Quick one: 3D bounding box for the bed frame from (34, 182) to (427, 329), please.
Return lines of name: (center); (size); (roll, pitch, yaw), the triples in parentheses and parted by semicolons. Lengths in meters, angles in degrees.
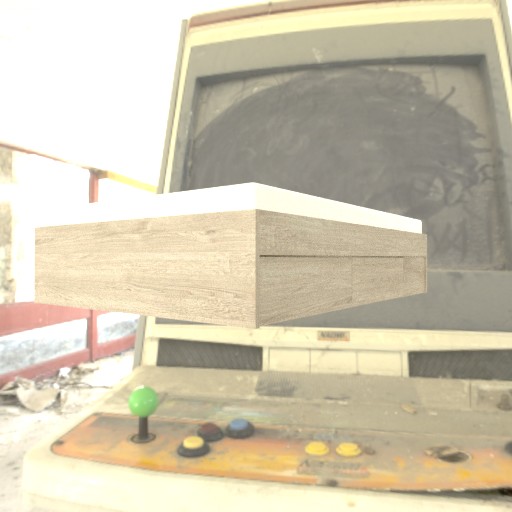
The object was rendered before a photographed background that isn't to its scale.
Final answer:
bed frame: (0.000, 0.000, 2.665); (1.448, 0.490, 1.944); (0, 0, 37)
